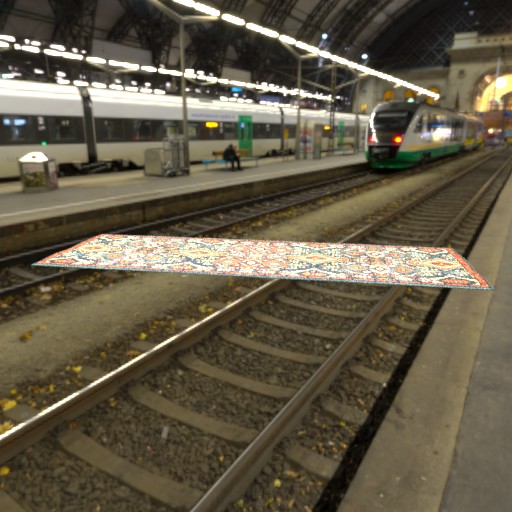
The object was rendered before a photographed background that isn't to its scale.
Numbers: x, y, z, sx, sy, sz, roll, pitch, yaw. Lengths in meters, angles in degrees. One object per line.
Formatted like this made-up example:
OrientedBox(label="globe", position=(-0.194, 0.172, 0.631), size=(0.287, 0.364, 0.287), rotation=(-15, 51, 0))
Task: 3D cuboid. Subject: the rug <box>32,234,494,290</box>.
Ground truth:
OrientedBox(label="rug", position=(0.000, 0.000, 2.691), size=(2.459, 0.010, 0.801), rotation=(3, 16, 9))
